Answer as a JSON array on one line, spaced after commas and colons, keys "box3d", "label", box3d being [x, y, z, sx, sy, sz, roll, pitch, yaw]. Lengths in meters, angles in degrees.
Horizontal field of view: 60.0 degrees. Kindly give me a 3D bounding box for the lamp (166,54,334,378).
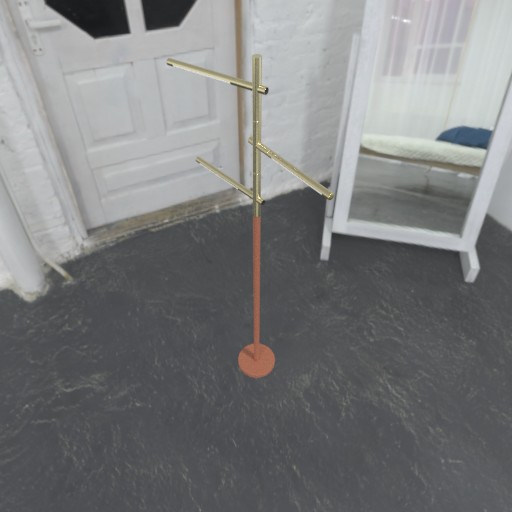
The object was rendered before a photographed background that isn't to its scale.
[{"box3d": [0.000, 0.000, 1.933, 0.737, 1.704, 0.209, 30, 53, 27], "label": "lamp"}]
